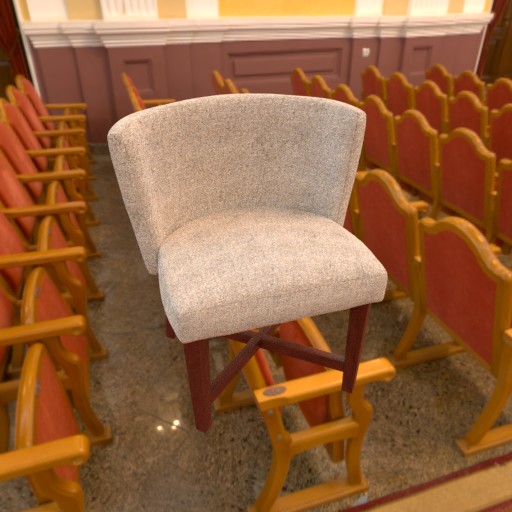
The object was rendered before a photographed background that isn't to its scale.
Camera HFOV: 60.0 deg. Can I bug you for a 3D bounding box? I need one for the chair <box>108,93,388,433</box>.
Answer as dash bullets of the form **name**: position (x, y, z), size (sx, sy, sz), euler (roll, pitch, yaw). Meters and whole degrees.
- **chair**: position (0.000, 0.000, 1.329), size (0.728, 0.827, 0.575), euler (-10, 33, -15)
